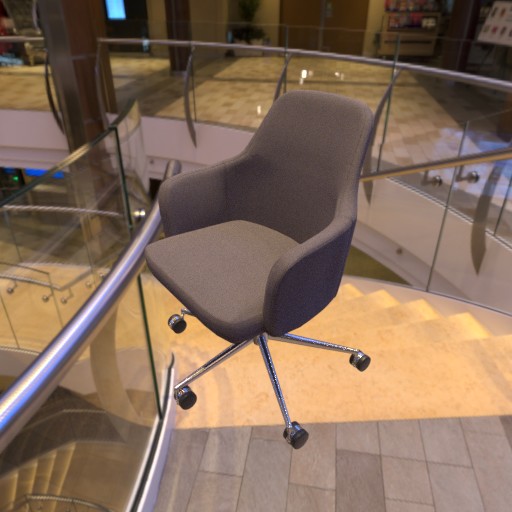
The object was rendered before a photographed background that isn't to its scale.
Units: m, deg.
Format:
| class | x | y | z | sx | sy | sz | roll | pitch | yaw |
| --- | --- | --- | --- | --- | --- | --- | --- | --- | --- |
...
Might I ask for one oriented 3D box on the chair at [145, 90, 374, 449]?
| class | x | y | z | sx | sy | sz | roll | pitch | yaw |
| --- | --- | --- | --- | --- | --- | --- | --- | --- | --- |
| chair | 0.000 | 0.000 | 1.256 | 0.600 | 0.820 | 0.655 | -21 | 36 | -31 |
